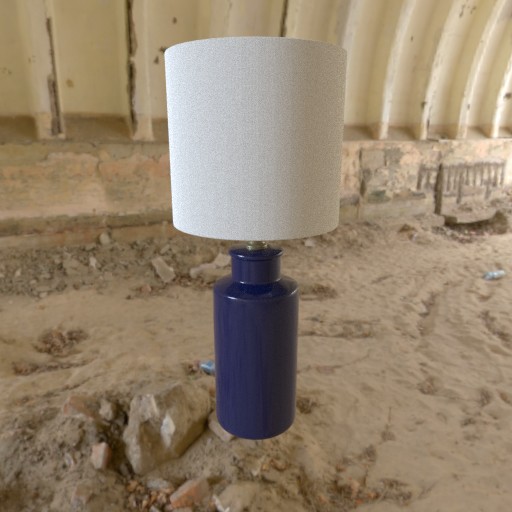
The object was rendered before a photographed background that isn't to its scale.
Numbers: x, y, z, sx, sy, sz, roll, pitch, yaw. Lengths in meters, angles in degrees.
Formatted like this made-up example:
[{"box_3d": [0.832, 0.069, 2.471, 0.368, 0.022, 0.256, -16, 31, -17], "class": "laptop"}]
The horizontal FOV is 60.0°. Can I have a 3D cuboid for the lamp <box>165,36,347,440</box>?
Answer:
[{"box_3d": [0.000, 0.000, 0.590, 0.212, 0.493, 0.212, 7, 17, 24], "class": "lamp"}]
